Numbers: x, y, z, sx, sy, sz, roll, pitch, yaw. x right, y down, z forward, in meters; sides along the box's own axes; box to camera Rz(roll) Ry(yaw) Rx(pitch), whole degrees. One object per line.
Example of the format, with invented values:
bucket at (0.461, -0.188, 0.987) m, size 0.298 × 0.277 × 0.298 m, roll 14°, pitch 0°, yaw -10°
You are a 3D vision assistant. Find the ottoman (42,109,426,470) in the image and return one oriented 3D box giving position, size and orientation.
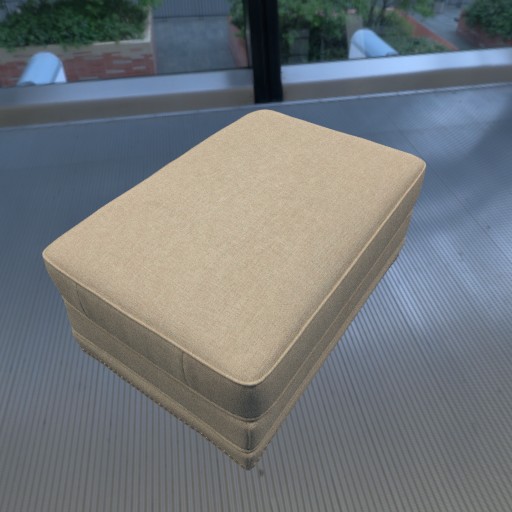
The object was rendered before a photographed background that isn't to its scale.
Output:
ottoman at (0.000, 0.000, 1.129) m, size 0.559 × 0.458 × 0.813 m, roll 25°, pitch 49°, yaw 25°
